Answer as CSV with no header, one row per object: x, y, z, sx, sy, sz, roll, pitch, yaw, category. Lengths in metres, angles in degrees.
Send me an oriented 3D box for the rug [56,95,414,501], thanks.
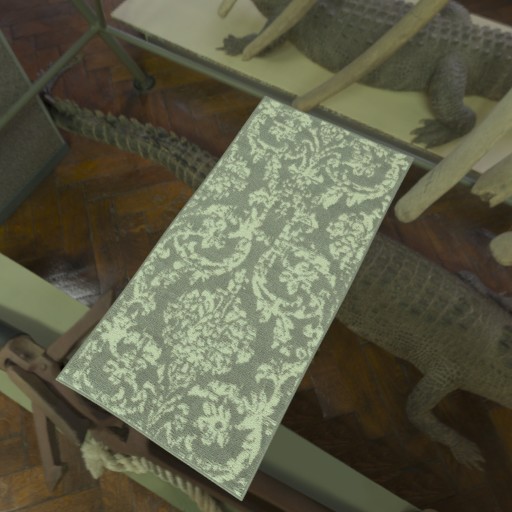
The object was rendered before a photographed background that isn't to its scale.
0.000,0.000,1.400,0.604,0.007,1.219,27,67,12,rug
